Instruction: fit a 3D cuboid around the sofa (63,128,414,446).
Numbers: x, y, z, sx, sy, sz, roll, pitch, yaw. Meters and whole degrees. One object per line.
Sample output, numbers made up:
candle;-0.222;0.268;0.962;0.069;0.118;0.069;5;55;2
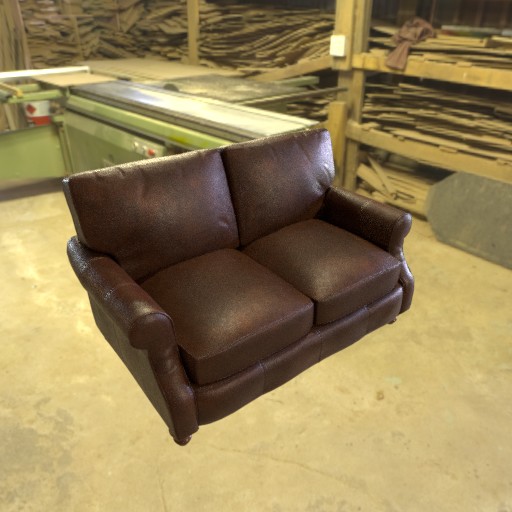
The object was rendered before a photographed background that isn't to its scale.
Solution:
sofa;0.000;0.000;2.218;1.616;0.976;0.990;-20;34;-32
